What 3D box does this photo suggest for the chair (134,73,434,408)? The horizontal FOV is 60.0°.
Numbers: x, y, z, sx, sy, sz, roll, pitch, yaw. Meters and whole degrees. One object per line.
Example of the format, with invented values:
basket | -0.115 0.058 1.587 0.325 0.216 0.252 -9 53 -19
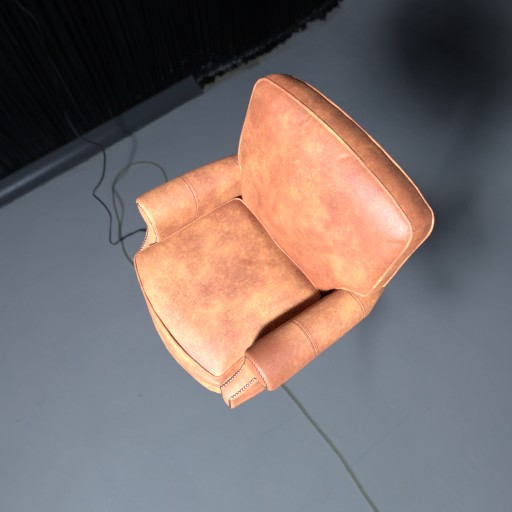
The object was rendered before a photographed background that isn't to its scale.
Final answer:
chair | 0.000 0.000 1.792 0.986 1.018 0.936 -33 69 -15
